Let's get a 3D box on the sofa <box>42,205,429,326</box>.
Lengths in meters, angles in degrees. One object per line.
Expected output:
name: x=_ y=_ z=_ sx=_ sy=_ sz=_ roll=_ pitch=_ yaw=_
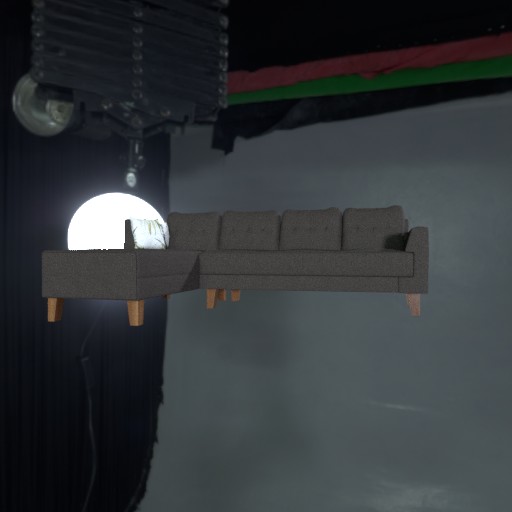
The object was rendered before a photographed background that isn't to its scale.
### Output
sofa: x=0.000 y=0.000 z=3.641 sx=2.679 sy=0.932 sz=1.829 roll=0 pitch=0 yaw=17
